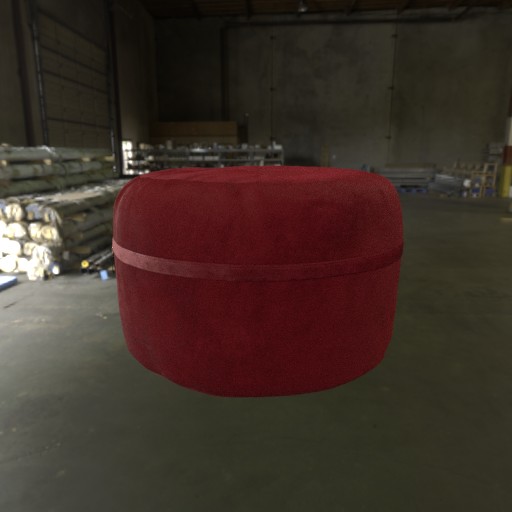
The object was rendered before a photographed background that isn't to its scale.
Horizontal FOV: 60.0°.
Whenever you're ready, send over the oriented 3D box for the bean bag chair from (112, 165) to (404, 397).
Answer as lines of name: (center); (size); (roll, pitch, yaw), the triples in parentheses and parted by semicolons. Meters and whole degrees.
bean bag chair: (0.000, 0.000, 1.948); (1.219, 0.762, 1.219); (0, 13, 0)
